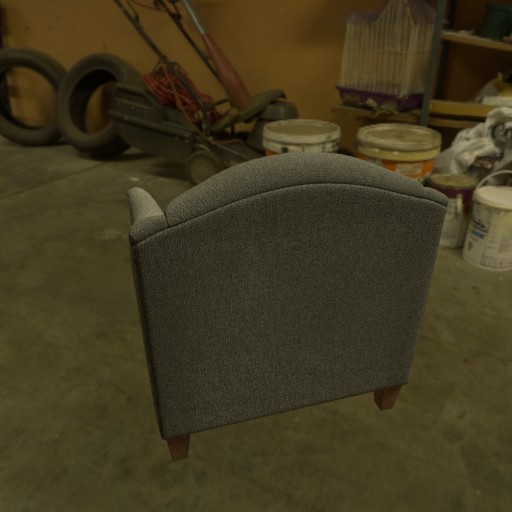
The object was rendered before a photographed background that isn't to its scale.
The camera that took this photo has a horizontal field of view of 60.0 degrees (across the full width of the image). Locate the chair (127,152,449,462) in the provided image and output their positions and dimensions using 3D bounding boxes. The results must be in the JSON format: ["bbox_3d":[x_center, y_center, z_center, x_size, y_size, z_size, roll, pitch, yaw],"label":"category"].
[{"bbox_3d":[0.000,0.000,1.438,0.763,0.839,0.787,-8,29,-14],"label":"chair"}]
